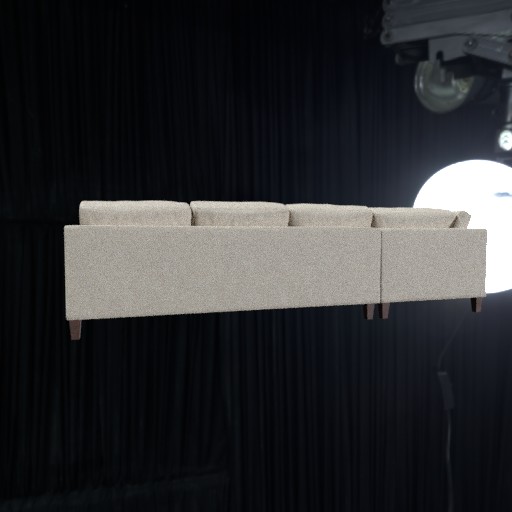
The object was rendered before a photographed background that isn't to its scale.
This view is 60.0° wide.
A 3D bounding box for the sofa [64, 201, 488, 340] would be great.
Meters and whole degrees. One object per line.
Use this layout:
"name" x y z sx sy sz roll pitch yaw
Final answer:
"sofa" 0.000 0.000 4.231 3.182 0.863 2.432 -1 3 -18
